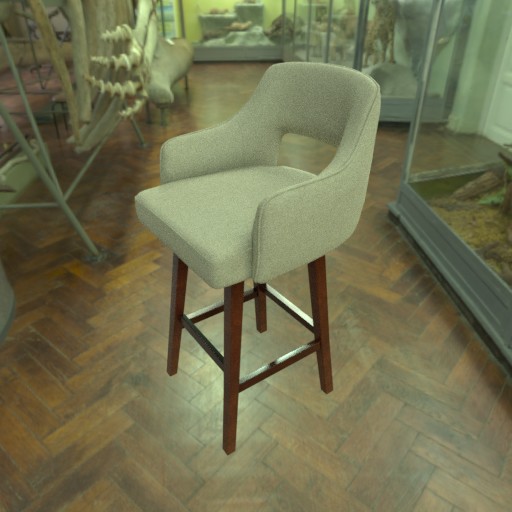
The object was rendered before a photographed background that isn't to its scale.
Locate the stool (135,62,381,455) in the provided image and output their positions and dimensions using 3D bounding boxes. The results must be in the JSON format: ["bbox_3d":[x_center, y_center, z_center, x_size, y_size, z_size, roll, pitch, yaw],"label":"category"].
[{"bbox_3d":[0.000,0.000,1.354,0.560,1.041,0.550,-20,37,-30],"label":"stool"}]
